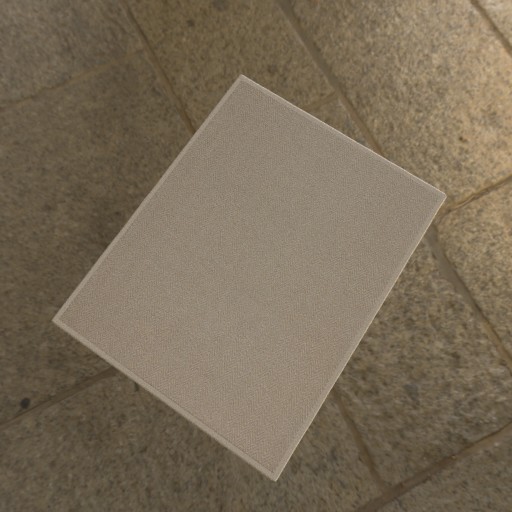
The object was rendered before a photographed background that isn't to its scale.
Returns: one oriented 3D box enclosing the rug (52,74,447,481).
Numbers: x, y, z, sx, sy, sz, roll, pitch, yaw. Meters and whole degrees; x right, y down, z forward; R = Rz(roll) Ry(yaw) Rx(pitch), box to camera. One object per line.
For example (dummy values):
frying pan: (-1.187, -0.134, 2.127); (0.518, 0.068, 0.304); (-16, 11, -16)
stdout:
rug: (0.000, 0.000, 4.130); (2.407, 0.020, 3.051); (33, 79, 7)
